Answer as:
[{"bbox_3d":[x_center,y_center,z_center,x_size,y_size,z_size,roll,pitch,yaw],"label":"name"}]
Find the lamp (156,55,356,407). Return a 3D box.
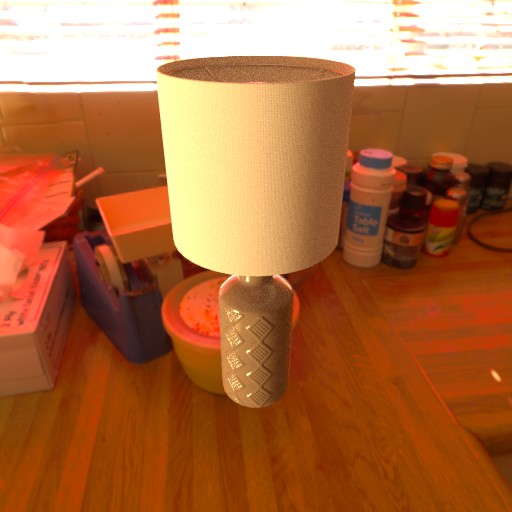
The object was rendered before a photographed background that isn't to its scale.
[{"bbox_3d":[0.000,0.000,0.581,0.207,0.461,0.207,-21,37,-32],"label":"lamp"}]
